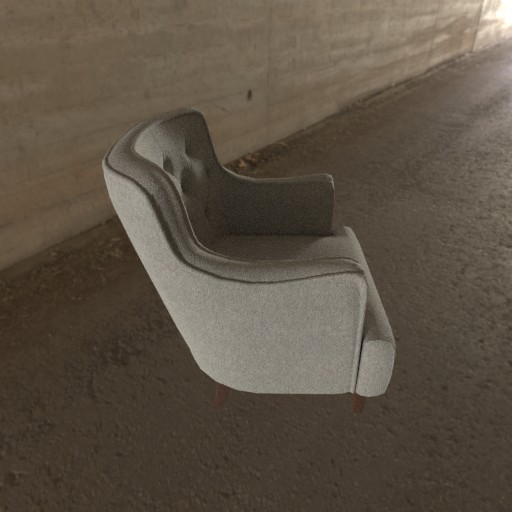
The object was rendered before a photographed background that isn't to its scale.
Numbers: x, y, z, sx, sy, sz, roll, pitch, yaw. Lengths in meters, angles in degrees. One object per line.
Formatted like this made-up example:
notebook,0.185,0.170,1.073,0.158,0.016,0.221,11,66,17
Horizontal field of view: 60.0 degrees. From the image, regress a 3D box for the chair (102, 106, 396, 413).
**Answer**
chair,0.000,0.000,1.626,0.910,0.920,0.820,0,31,1
